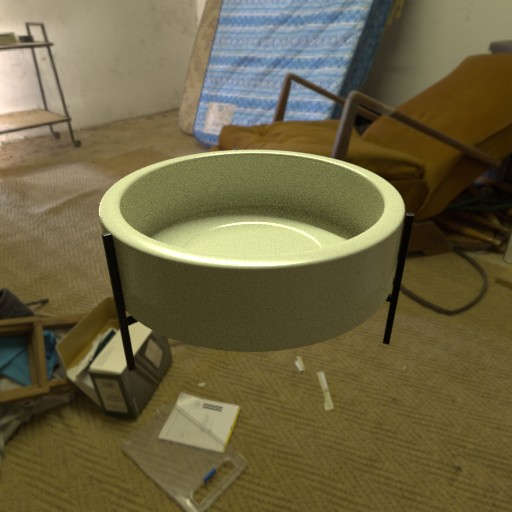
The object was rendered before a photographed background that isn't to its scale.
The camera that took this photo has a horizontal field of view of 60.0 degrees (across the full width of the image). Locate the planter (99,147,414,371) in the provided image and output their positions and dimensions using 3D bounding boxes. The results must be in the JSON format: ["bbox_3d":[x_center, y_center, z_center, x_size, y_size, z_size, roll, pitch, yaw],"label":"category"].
[{"bbox_3d":[0.000,0.000,0.545,0.345,0.171,0.336,11,32,19],"label":"planter"}]
